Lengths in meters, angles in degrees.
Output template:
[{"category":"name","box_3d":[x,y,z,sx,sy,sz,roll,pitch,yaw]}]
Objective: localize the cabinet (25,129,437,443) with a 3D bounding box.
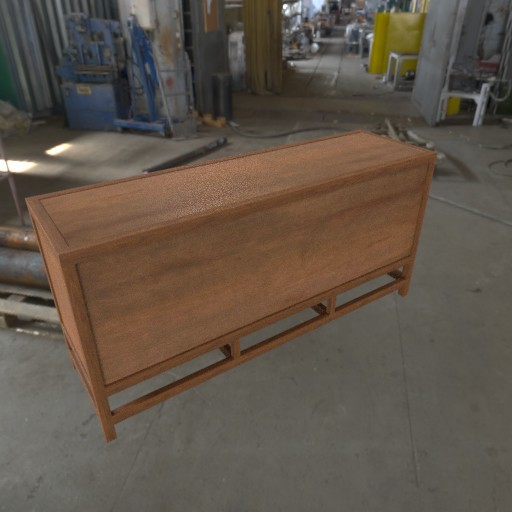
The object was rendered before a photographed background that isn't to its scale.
[{"category":"cabinet","box_3d":[0.000,0.000,2.063,1.708,0.820,0.522,-19,35,-29]}]
